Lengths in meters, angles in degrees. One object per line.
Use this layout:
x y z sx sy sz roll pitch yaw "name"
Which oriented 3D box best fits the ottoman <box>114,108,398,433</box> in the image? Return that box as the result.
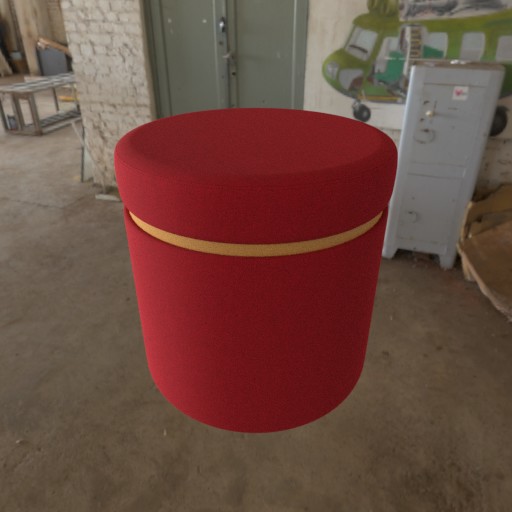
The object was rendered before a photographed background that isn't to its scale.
0.000 0.000 0.735 0.400 0.406 0.400 0 30 0 "ottoman"
